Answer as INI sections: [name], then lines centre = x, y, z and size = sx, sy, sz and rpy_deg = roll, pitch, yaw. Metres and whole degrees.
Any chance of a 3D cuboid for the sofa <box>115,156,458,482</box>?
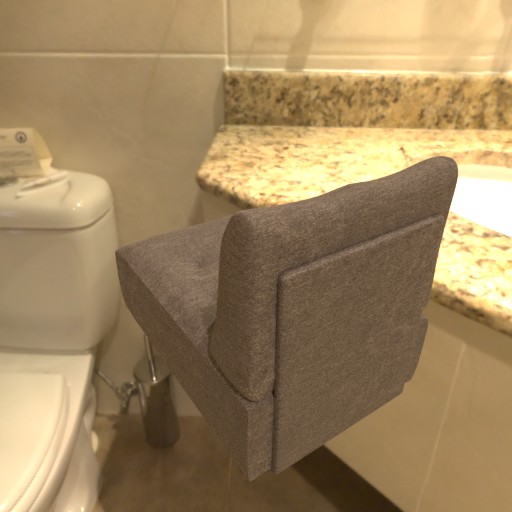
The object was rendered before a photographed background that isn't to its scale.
[sofa]
centre = 0.000, 0.000, 1.528
size = 0.700, 0.820, 1.000
rpy_deg = -19, 36, -29
